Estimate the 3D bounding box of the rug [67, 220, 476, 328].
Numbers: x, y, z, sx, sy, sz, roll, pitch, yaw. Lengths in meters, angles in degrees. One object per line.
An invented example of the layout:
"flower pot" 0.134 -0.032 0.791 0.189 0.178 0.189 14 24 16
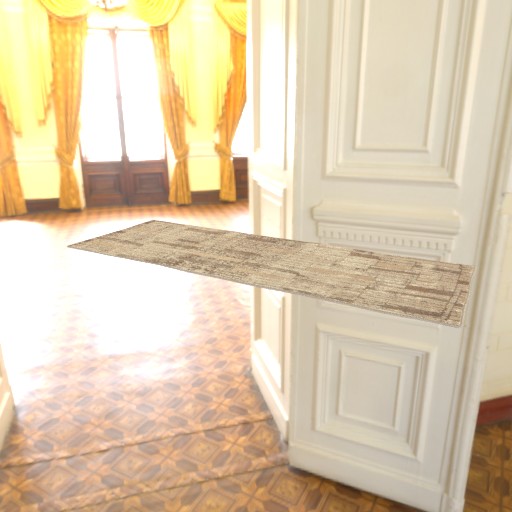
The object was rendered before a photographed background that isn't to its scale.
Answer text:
"rug" 0.000 0.000 2.707 2.383 0.018 0.857 10 20 27
